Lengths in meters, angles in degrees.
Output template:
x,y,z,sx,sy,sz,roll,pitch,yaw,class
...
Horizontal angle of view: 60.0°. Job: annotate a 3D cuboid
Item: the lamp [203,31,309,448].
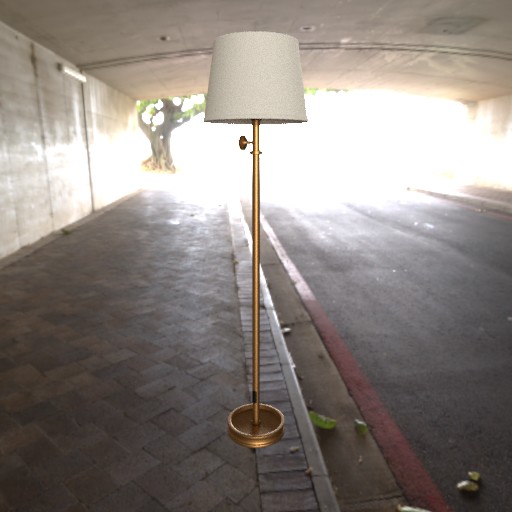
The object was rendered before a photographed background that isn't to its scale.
x,y,z,sx,sy,sz,roll,pitch,yaw,class
0.000,0.000,0.799,0.178,0.710,0.178,0,13,0,lamp
